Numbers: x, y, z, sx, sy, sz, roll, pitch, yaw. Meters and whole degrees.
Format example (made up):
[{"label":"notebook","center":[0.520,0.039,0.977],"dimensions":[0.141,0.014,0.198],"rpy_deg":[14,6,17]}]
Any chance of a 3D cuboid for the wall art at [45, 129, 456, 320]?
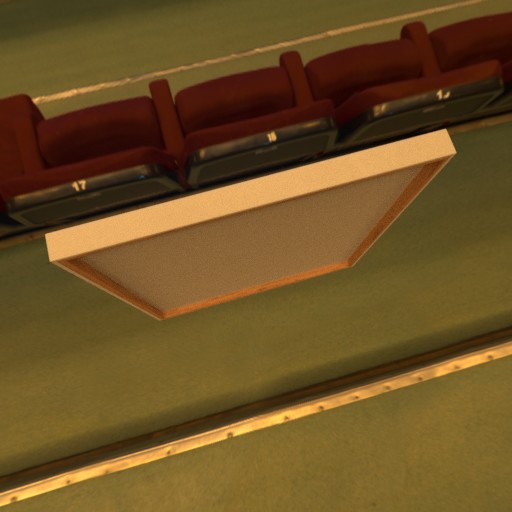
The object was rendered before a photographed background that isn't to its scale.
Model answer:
[{"label":"wall art","center":[0.000,0.000,0.829],"dimensions":[0.508,0.606,0.037],"rpy_deg":[-16,76,-4]}]
